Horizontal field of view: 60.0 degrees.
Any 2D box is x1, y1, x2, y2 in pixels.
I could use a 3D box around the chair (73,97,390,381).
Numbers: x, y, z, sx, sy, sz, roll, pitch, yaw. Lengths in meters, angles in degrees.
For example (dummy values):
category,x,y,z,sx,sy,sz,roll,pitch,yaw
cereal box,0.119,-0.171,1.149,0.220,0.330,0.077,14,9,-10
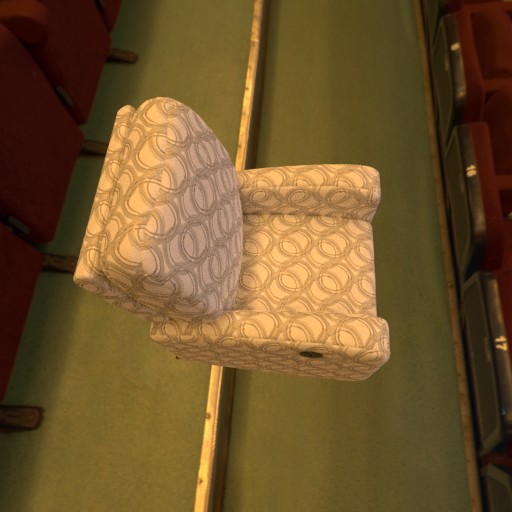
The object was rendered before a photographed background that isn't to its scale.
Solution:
category,x,y,z,sx,sy,sz,roll,pitch,yaw
chair,0.000,0.000,1.750,0.995,1.065,0.796,4,65,2
